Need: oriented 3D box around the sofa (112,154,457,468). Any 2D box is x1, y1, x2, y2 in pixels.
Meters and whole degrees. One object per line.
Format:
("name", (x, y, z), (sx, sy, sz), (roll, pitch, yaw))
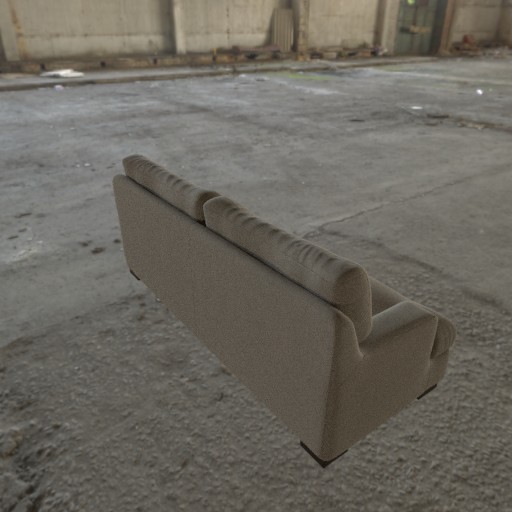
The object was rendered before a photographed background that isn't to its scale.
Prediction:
("sofa", (0.000, 0.000, 2.854), (0.962, 0.980, 2.354), (-19, 33, -32))
